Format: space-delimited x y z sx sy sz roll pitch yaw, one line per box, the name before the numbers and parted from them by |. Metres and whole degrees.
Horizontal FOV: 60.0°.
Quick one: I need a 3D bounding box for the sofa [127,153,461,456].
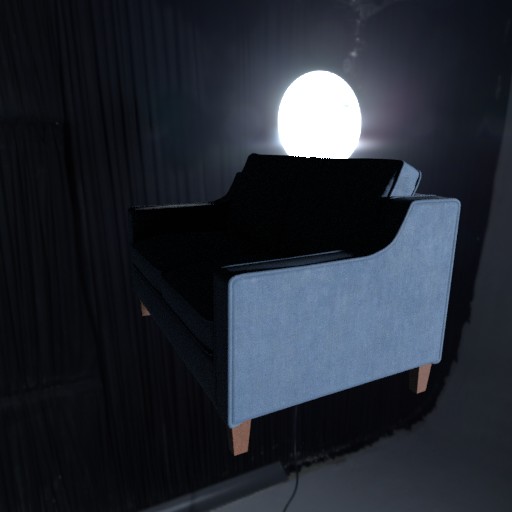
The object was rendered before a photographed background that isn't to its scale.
sofa | 0.000 0.000 2.189 0.987 0.971 1.501 -7 17 -26
